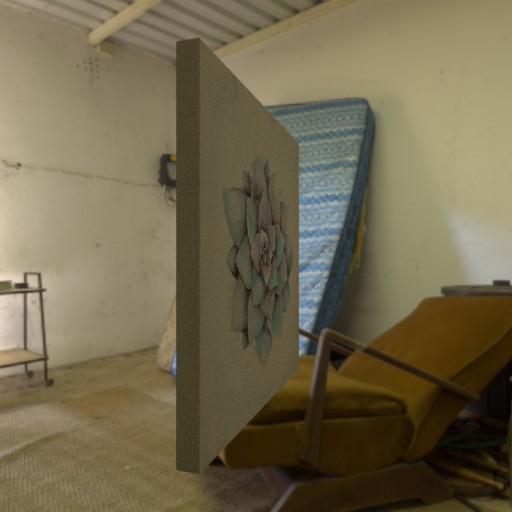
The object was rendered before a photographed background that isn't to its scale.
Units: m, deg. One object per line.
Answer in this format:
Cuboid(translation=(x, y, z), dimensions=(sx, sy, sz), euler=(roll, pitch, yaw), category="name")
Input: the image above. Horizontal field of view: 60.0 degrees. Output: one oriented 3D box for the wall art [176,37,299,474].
Cuboid(translation=(0.000, 0.000, 0.915), dimensions=(0.040, 0.612, 0.612), euler=(0, 0, 19), category="wall art")
